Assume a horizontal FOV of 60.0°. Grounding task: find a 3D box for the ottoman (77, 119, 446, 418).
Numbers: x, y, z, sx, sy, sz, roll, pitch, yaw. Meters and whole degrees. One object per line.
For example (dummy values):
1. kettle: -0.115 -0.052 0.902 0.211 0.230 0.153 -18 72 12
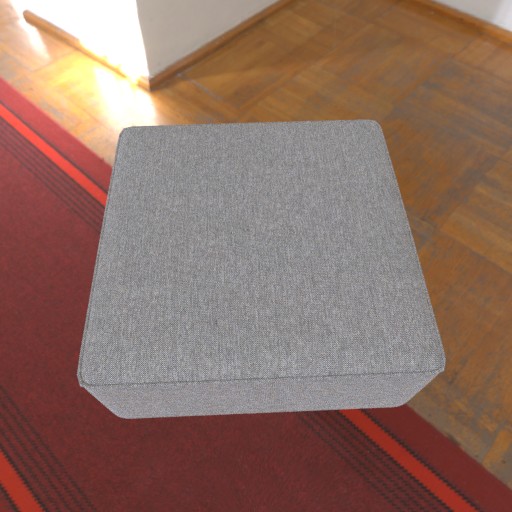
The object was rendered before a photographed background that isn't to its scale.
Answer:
1. ottoman: 0.000 0.000 1.586 1.005 0.455 1.005 -2 58 -1
